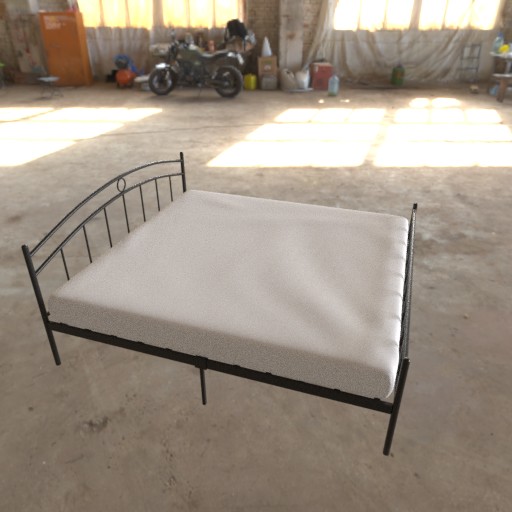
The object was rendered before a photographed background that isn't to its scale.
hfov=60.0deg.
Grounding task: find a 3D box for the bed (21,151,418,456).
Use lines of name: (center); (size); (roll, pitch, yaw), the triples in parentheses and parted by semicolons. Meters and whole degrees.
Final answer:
bed: (0.000, 0.000, 3.051); (2.040, 0.940, 1.880); (9, 31, 16)
